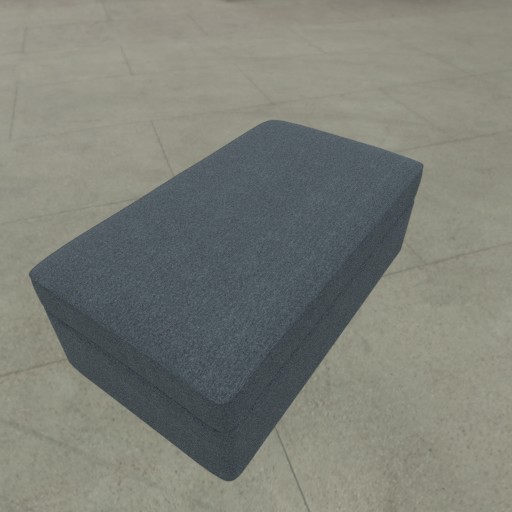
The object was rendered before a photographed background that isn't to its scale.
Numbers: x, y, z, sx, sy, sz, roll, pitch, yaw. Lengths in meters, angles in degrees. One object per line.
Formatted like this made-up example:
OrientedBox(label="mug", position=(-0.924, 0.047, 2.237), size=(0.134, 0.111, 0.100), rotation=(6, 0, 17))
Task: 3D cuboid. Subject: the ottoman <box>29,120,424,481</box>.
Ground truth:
OrientedBox(label="ottoman", position=(0.000, 0.000, 1.496), size=(0.681, 0.494, 1.173), rotation=(25, 47, 26))
